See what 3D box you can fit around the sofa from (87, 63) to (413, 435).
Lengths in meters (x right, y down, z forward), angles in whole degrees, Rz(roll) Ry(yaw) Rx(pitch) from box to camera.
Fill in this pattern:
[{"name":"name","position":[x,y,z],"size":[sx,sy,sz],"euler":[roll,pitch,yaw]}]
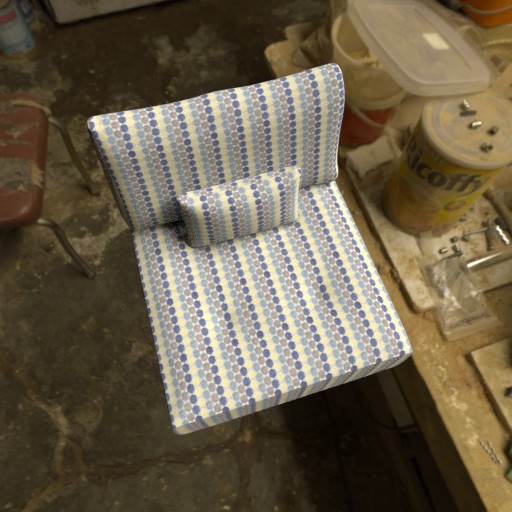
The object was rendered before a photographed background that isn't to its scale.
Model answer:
[{"name":"sofa","position":[0.000,0.000,1.686],"size":[0.930,0.830,1.000],"euler":[-15,65,-7]}]
